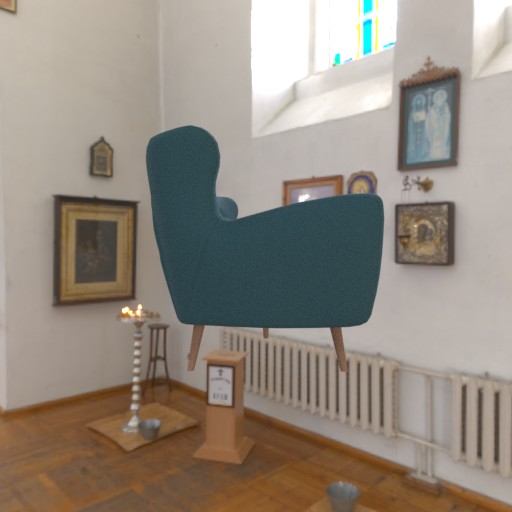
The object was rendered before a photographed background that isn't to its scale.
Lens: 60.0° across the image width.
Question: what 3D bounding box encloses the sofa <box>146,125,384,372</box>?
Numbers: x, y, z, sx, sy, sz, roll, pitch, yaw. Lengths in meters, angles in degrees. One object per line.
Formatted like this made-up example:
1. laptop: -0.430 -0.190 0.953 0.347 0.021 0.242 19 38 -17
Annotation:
1. sofa: 0.000 0.000 2.416 0.889 0.890 1.930 0 -1 0
